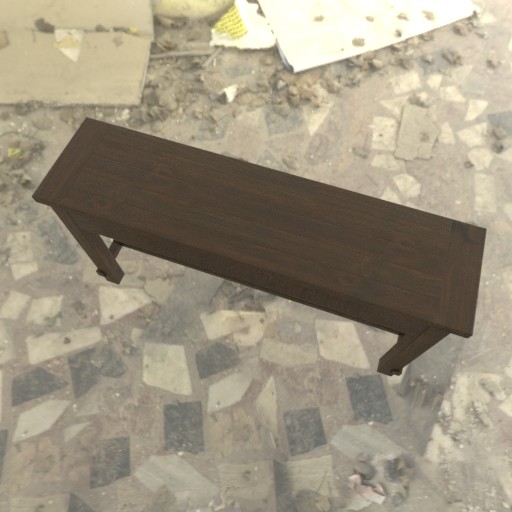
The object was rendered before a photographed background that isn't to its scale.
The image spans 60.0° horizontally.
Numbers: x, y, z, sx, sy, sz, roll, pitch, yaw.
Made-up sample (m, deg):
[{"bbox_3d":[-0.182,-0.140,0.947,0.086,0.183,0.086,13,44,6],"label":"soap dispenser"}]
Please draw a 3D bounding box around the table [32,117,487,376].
[{"bbox_3d":[0.000,0.000,1.943,1.599,0.762,0.442,17,65,8],"label":"table"}]
